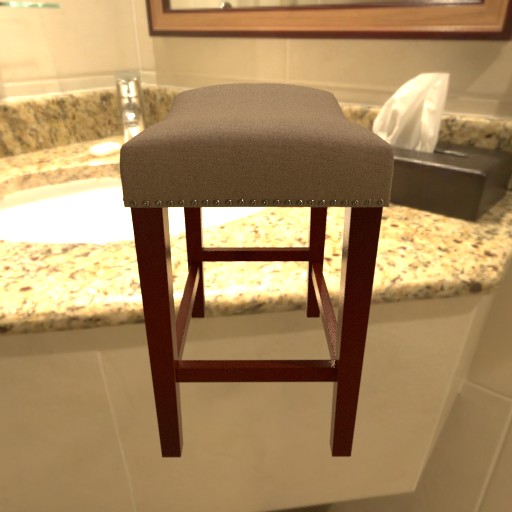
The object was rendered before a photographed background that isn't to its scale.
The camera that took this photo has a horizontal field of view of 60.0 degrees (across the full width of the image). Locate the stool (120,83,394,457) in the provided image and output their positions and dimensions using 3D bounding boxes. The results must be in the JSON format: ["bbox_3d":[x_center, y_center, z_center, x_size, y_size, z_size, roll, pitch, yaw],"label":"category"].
[{"bbox_3d":[0.000,0.000,0.928,0.375,0.632,0.509,0,28,0],"label":"stool"}]
